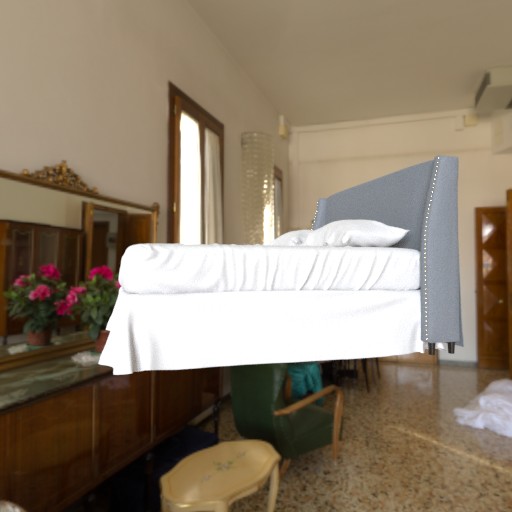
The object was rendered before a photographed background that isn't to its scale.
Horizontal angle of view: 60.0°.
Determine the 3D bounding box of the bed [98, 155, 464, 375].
[{"bbox_3d":[0.000,0.000,3.500,2.276,1.332,1.925,1,-2,-17],"label":"bed"}]
